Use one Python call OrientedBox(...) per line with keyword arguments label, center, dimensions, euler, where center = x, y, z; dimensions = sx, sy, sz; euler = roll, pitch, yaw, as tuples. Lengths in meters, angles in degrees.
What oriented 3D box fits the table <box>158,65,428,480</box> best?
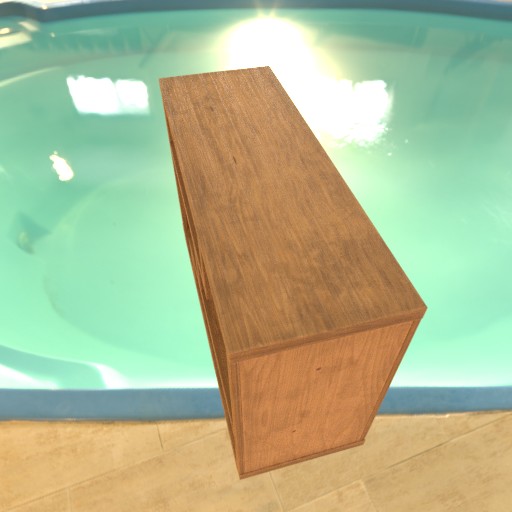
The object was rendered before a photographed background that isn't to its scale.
OrientedBox(label="table", center=(0.000, 0.000, 1.513), dimensions=(0.410, 0.771, 1.151), euler=(-11, 48, -10))
